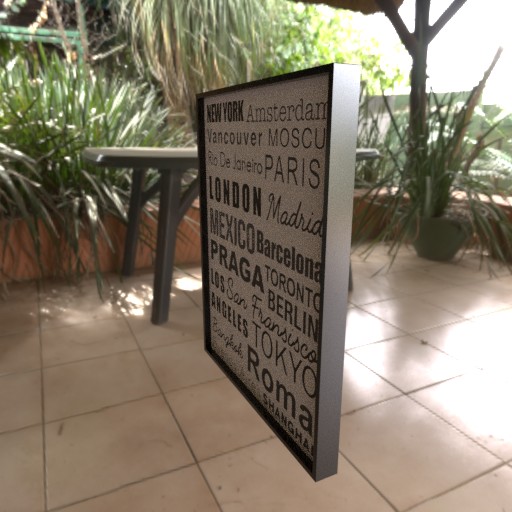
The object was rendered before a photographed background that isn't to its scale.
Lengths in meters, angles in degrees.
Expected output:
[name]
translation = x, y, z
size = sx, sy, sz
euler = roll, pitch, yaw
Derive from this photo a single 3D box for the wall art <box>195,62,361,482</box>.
[wall art]
translation = 0.000, 0.000, 0.755
size = 0.038, 0.551, 0.448
euler = -8, 17, -26
